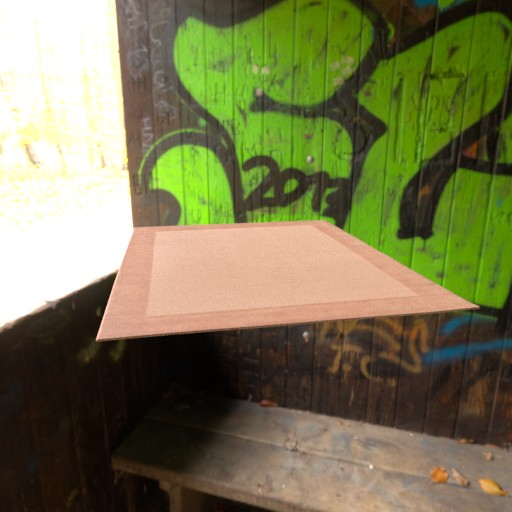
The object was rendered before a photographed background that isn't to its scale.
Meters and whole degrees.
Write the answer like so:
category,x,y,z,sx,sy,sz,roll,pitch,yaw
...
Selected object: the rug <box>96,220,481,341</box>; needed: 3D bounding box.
category,x,y,z,sx,sy,sz,roll,pitch,yaw
rug,0.000,0.000,4.144,2.431,0.021,3.057,-3,16,-11
